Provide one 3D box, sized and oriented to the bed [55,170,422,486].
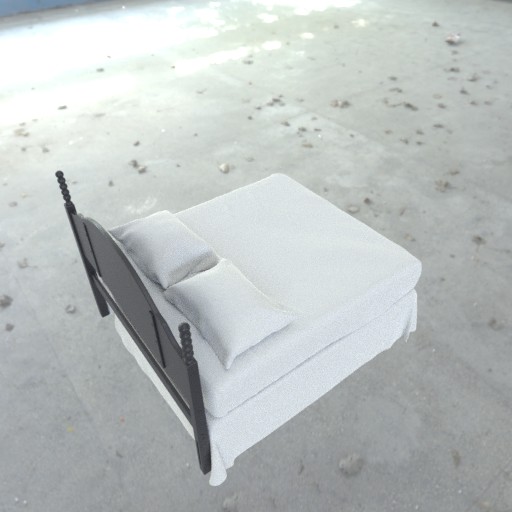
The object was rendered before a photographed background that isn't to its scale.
[{"bbox_3d":[0.000,0.000,3.238,2.040,1.356,1.873,-26,47,-27],"label":"bed"}]
